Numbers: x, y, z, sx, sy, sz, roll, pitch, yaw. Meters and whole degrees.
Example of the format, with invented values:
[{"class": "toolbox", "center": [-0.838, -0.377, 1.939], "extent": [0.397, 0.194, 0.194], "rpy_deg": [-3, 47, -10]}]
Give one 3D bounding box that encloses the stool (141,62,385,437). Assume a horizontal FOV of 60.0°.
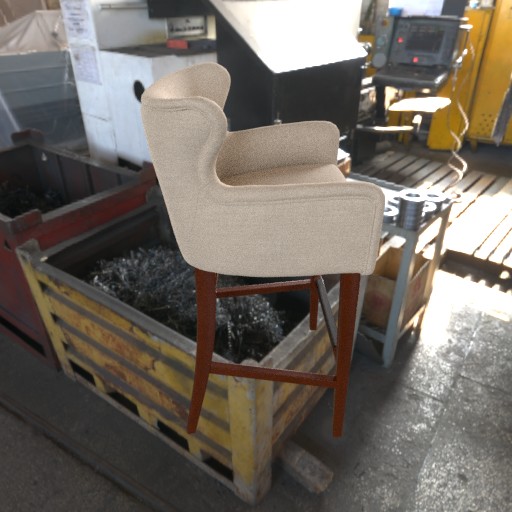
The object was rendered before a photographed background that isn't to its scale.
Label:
[{"class": "stool", "center": [0.000, 0.000, 1.351], "extent": [0.563, 1.034, 0.556], "rpy_deg": [-1, 31, -2]}]
